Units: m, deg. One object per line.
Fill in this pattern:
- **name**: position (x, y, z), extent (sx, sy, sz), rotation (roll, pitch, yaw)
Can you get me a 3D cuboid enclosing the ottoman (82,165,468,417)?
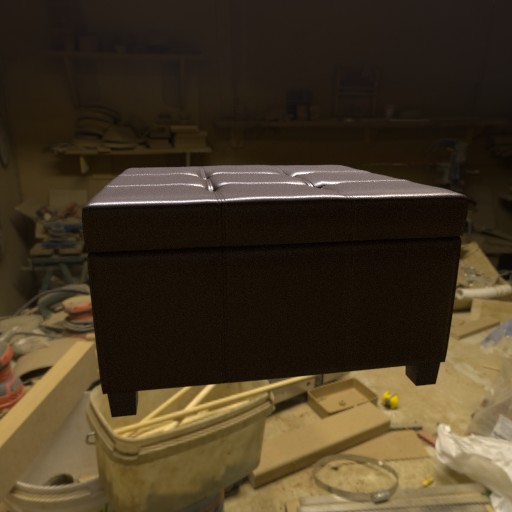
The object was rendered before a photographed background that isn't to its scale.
- **ottoman**: position (0.000, 0.000, 1.281), extent (0.787, 0.460, 0.788), rotation (-3, 16, -9)
